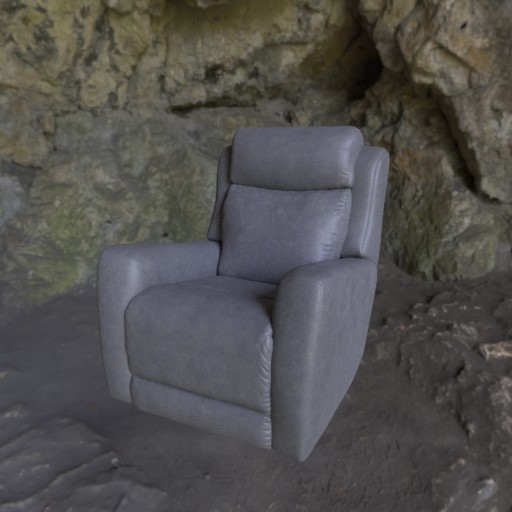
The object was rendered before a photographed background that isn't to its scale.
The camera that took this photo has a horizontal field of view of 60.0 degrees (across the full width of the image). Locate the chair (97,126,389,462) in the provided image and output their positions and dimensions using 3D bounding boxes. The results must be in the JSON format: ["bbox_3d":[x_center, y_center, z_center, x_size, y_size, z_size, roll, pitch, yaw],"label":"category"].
[{"bbox_3d":[0.000,0.000,1.952,0.967,1.116,1.068,7,16,27],"label":"chair"}]
